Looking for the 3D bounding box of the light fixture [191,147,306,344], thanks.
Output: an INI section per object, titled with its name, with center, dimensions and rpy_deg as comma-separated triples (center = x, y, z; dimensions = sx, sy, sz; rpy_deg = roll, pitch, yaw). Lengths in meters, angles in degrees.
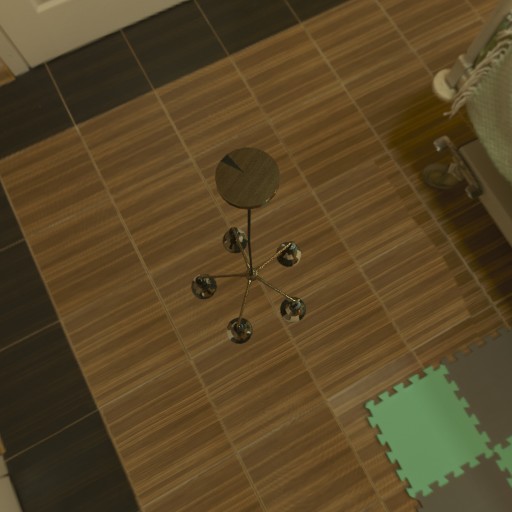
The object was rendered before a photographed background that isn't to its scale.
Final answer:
[light fixture]
center = 0.000, 0.000, 1.226
dimensions = 0.421, 0.988, 0.438
rpy_deg = 32, 78, 8
